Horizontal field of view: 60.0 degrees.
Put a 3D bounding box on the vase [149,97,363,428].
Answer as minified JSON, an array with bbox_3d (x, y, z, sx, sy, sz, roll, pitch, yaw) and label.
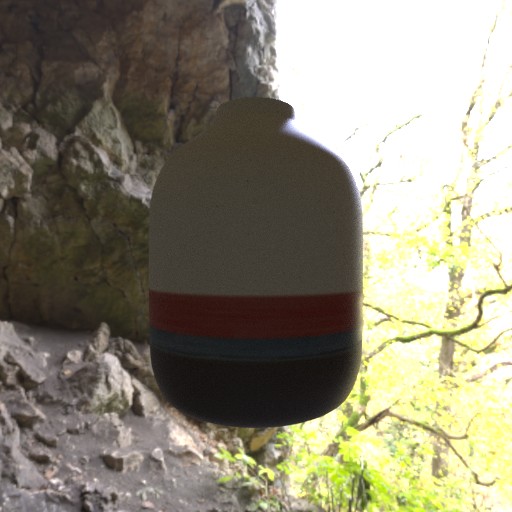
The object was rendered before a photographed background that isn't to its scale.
[{"bbox_3d":[0.000,0.000,0.360,0.169,0.237,0.169,0,0,0],"label":"vase"}]
